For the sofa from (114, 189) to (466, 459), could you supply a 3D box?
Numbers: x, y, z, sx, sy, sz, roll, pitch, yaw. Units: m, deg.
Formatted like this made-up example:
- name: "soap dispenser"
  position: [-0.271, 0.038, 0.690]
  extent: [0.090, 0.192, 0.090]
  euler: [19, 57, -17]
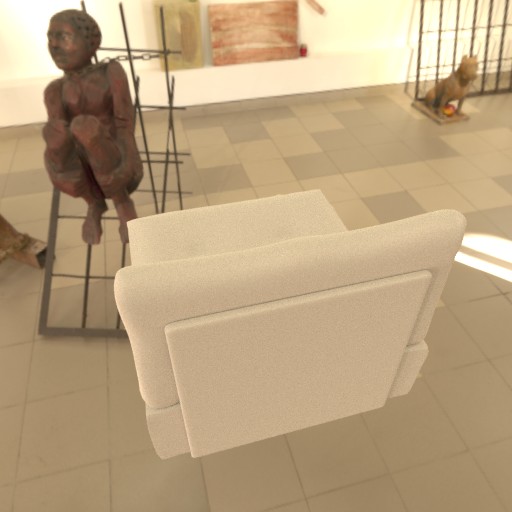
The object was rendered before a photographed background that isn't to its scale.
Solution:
- name: "sofa"
  position: [0.000, 0.000, 1.641]
  extent: [0.935, 0.828, 1.000]
  euler: [-10, 43, -12]
